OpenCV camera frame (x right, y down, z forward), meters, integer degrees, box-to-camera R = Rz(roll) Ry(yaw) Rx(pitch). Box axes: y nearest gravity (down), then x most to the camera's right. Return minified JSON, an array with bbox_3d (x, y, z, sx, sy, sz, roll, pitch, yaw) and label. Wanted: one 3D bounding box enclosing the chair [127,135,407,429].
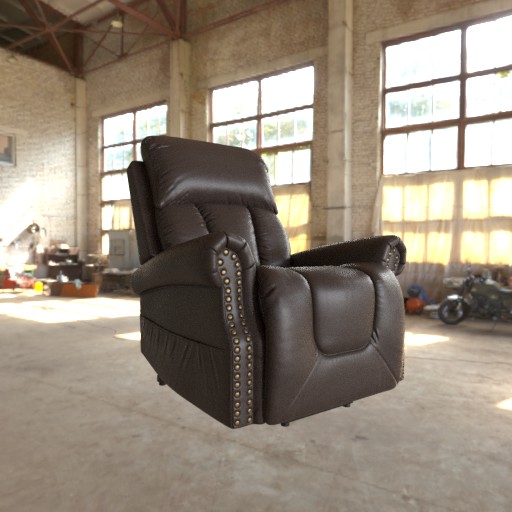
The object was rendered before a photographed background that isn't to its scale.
[{"bbox_3d":[0.000,0.000,1.713,0.869,1.028,0.978,-1,2,-36],"label":"chair"}]
